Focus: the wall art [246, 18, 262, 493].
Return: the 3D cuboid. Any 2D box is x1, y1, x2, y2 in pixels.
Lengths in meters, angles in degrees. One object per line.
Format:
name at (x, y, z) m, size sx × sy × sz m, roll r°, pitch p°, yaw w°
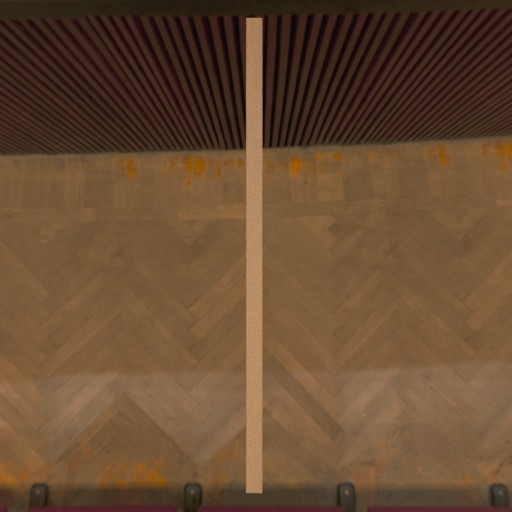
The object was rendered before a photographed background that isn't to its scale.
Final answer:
wall art at (0.000, 0.000, 0.778) m, size 0.021 × 0.410 × 0.615 m, roll 0°, pitch 89°, yaw 1°
